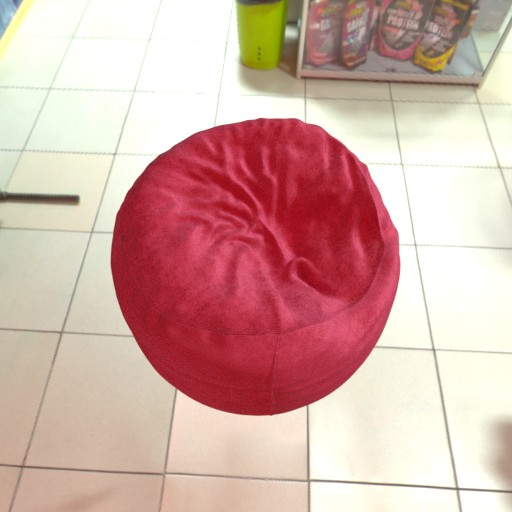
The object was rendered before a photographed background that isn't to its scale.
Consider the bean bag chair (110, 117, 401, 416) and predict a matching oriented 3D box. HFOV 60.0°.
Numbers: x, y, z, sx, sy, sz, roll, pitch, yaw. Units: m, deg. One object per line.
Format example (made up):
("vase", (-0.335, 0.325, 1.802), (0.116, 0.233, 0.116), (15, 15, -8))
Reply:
("bean bag chair", (0.000, 0.000, 1.912), (1.218, 0.788, 1.218), (0, 58, 0))
